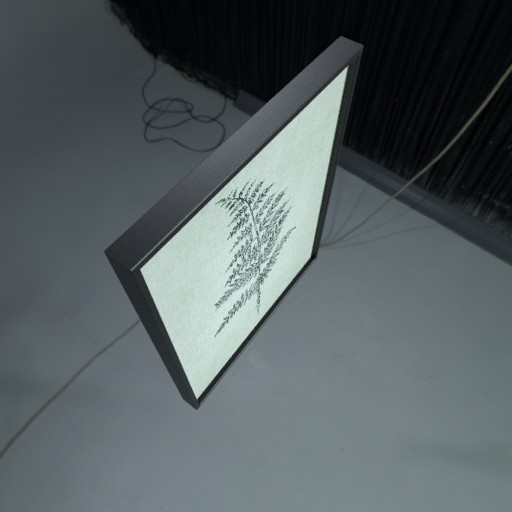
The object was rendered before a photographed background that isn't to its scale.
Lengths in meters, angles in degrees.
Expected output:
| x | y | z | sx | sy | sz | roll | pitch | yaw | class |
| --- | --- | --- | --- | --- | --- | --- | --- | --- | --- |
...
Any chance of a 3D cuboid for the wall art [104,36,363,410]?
| x | y | z | sx | sy | sz | roll | pitch | yaw | class |
| --- | --- | --- | --- | --- | --- | --- | --- | --- | --- |
| 0.000 | 0.000 | 0.757 | 0.039 | 0.555 | 0.449 | 32 | 63 | 19 | wall art |
